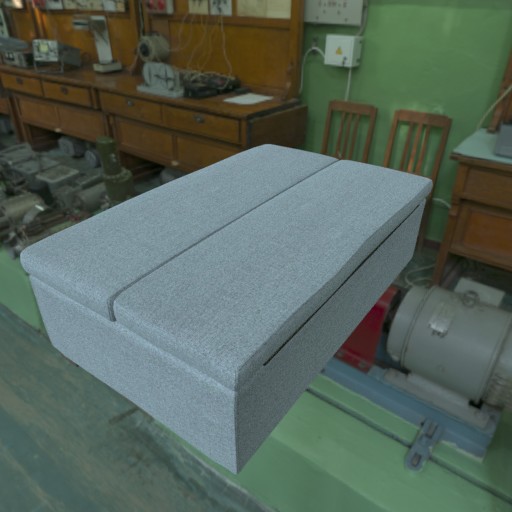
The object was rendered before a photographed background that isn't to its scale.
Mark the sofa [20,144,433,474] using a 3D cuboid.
[{"bbox_3d":[0.000,0.000,1.582,0.817,0.434,1.250,21,37,30],"label":"sofa"}]
